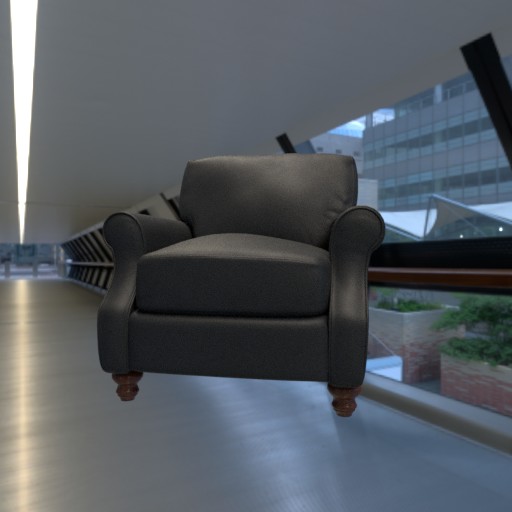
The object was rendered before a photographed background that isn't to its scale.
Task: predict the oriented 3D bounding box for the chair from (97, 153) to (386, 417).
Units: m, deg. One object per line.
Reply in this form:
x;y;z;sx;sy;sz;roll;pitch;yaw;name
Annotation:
0.000;0.000;1.806;1.015;0.960;1.027;0;0;17;chair
